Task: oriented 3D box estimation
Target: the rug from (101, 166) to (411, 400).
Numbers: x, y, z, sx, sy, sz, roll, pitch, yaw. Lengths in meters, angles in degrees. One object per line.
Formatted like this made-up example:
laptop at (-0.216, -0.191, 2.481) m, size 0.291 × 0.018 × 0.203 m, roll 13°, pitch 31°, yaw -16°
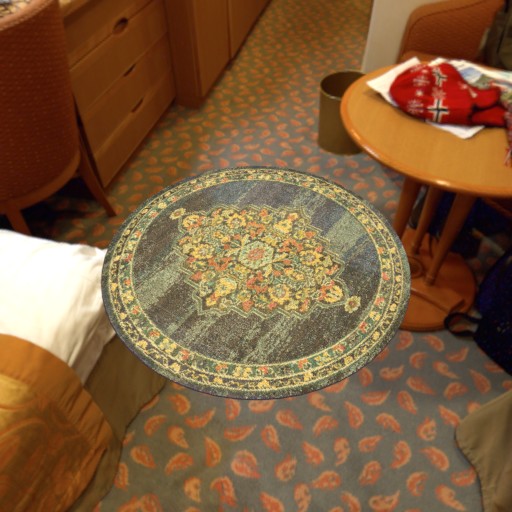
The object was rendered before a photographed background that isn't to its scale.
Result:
rug at (0.000, 0.000, 3.503) m, size 2.386 × 0.014 × 2.386 m, roll 0°, pitch 47°, yaw 0°
